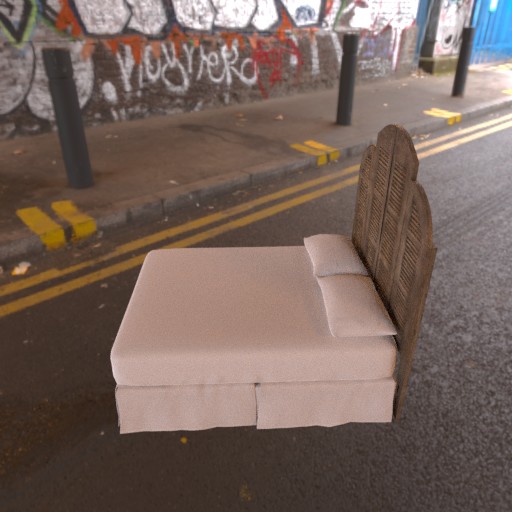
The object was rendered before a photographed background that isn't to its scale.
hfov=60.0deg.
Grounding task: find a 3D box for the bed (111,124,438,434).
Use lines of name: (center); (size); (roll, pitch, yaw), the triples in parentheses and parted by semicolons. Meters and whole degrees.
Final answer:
bed: (0.000, 0.000, 3.540); (2.138, 2.019, 1.713); (-1, 29, -2)
